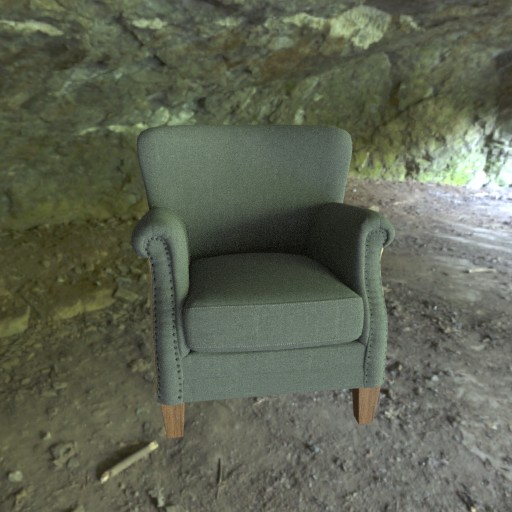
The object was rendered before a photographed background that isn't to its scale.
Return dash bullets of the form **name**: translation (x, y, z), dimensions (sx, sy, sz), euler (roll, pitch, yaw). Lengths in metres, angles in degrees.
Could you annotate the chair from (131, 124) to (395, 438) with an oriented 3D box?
- **chair**: translation (0.000, 0.000, 1.658), dimensions (0.861, 0.936, 0.921), euler (-2, 17, -8)
